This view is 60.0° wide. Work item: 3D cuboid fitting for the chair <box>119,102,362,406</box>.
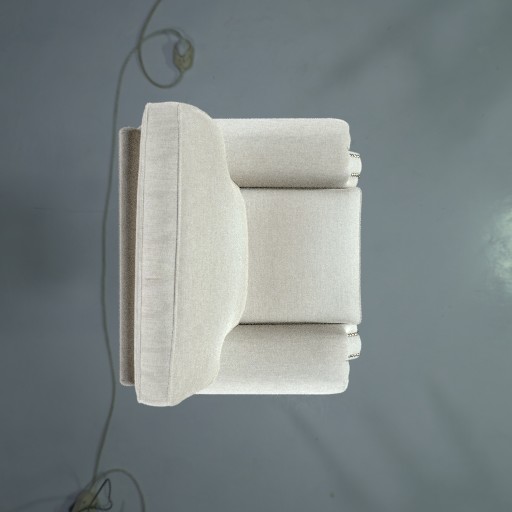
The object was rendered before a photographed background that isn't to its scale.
[{"bbox_3d":[0.000,0.000,1.851,0.965,0.961,1.092,0,91,1],"label":"chair"}]
